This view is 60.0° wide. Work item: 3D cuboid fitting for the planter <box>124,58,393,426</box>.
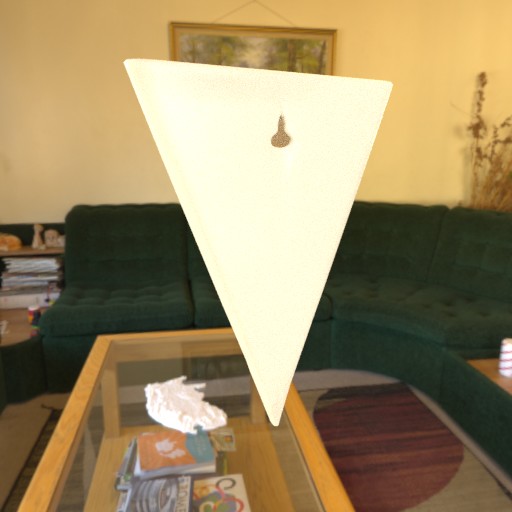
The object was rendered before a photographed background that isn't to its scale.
[{"bbox_3d":[0.000,0.000,0.264,0.150,0.197,0.060,-7,15,-26],"label":"planter"}]
